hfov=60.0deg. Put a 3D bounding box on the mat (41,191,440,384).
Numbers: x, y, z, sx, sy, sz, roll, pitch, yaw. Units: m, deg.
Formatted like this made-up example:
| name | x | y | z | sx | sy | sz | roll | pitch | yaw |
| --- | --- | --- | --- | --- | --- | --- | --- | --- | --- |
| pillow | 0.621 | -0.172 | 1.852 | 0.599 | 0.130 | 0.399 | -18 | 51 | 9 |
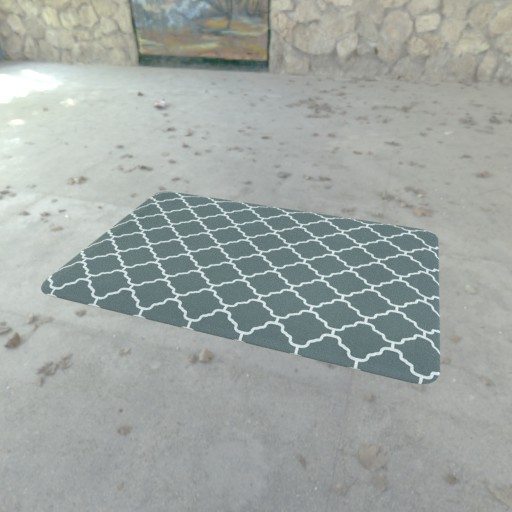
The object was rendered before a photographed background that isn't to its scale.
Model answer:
| name | x | y | z | sx | sy | sz | roll | pitch | yaw |
| --- | --- | --- | --- | --- | --- | --- | --- | --- | --- |
| mat | 0.000 | 0.000 | 0.972 | 0.762 | 0.021 | 0.508 | 10 | 34 | 16 |
